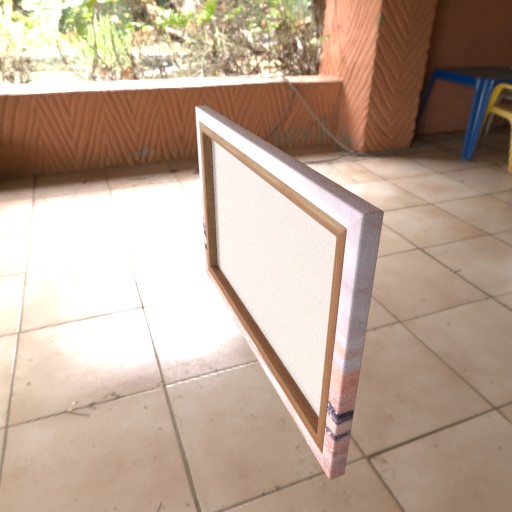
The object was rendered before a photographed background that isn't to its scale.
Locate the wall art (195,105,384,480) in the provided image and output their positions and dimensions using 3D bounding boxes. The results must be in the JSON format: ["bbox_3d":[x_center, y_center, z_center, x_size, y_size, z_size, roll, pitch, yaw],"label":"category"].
[{"bbox_3d":[0.000,0.000,1.163,0.038,0.609,0.913,-11,31,-19],"label":"wall art"}]
